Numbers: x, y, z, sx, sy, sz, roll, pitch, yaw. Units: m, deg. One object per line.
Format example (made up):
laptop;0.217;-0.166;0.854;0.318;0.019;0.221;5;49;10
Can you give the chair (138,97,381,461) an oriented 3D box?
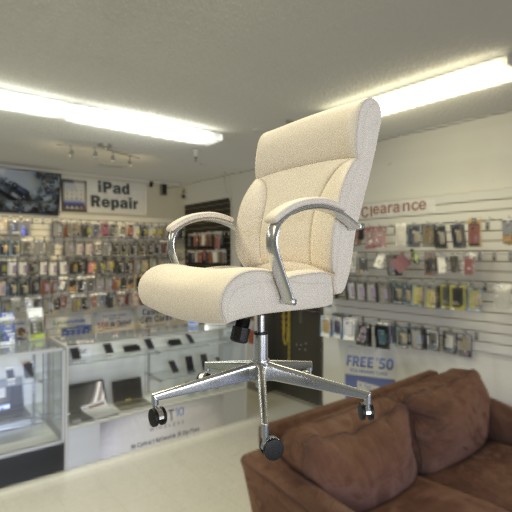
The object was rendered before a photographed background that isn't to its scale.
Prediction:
chair;0.000;0.000;1.595;0.745;1.099;0.727;0;1;-37
